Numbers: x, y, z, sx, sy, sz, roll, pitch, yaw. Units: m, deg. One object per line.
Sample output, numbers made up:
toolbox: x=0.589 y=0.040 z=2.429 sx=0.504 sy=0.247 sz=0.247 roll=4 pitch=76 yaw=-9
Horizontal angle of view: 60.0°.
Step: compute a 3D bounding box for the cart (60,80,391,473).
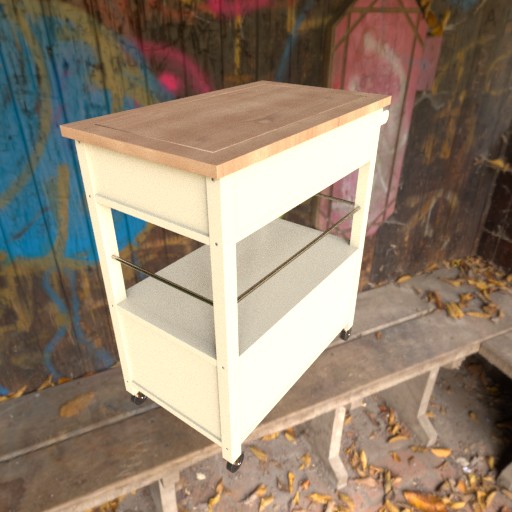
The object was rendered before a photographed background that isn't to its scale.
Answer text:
cart: x=0.000 y=0.000 z=1.376 sx=0.459 sy=0.901 sz=0.840 roll=20 pitch=36 yaw=31
